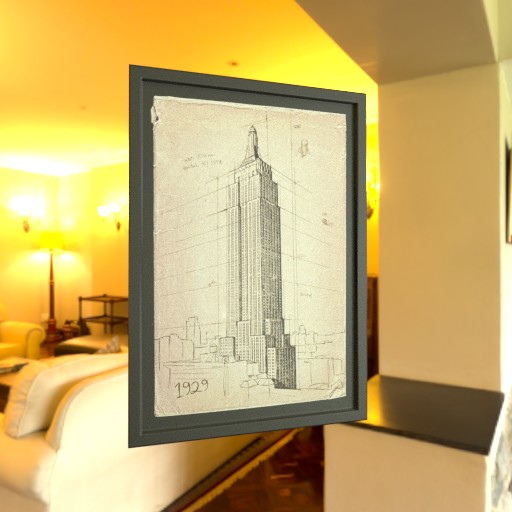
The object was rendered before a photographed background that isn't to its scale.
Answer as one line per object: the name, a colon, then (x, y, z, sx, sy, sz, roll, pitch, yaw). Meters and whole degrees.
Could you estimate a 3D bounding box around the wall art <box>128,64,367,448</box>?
wall art: (0.000, 0.000, 0.548, 0.303, 0.431, 0.013, 0, 0, -17)
